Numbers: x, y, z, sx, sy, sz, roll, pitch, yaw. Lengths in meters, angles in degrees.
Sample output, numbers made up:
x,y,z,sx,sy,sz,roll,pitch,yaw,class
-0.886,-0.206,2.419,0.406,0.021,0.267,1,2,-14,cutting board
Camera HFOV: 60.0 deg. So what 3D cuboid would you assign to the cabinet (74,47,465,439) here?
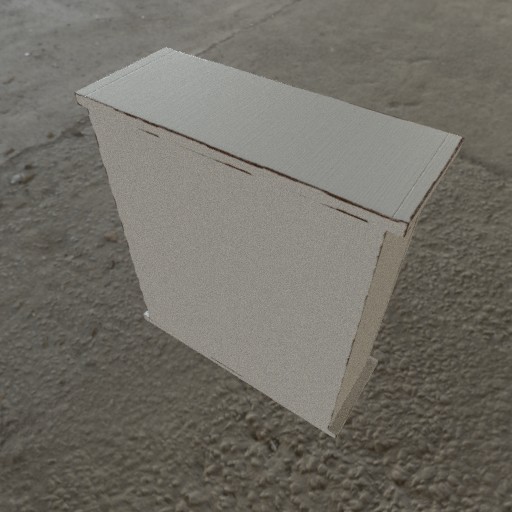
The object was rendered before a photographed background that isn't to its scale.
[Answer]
x,y,z,sx,sy,sz,roll,pitch,yaw,class
0.000,0.000,0.863,0.541,0.603,0.210,26,52,23,cabinet
